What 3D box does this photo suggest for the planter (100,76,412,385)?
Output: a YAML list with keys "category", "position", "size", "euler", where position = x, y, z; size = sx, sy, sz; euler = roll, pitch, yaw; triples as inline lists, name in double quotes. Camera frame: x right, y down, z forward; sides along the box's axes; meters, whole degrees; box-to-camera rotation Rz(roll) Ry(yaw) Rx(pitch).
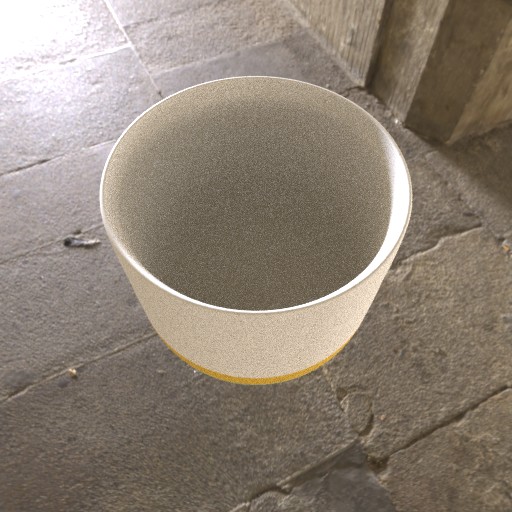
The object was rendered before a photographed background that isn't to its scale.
- category: "planter"
  position: [0.000, 0.000, 0.496]
  size: [0.268, 0.270, 0.268]
  euler: [0, 58, 0]
